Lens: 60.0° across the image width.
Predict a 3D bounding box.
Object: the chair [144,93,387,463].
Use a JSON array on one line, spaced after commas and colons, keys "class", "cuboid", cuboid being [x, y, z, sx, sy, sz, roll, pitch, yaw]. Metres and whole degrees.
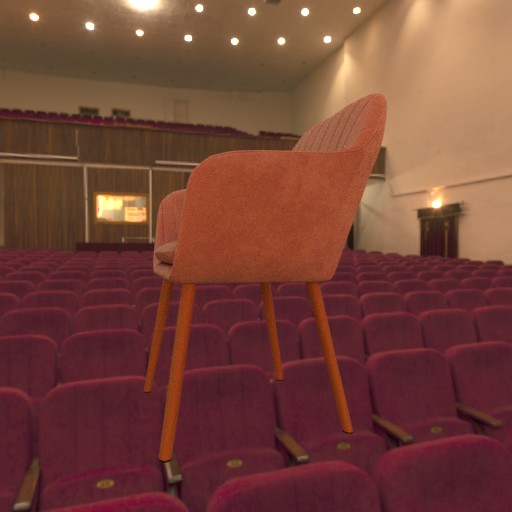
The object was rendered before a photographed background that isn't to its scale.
[{"class": "chair", "cuboid": [0.000, 0.000, 1.210, 0.570, 0.832, 0.610, 0, 1, -18]}]
